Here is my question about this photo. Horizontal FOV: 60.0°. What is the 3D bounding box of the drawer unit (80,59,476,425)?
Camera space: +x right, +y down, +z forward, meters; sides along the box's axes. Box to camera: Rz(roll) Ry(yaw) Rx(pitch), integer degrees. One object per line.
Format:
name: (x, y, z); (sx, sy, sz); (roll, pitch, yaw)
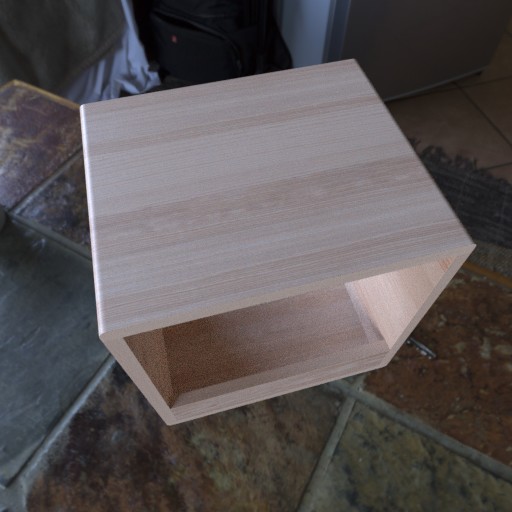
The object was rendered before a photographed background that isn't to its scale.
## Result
drawer unit: (0.000, 0.000, 0.601); (0.344, 0.344, 0.290); (-13, 58, -8)
